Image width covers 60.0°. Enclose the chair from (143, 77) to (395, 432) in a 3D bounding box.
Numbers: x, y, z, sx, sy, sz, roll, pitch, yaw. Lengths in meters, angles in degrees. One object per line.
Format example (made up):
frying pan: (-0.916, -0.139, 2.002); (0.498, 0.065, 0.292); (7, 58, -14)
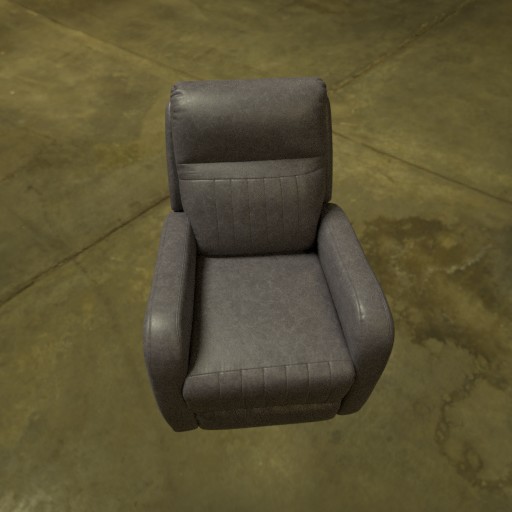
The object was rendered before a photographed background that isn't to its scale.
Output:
chair: (0.000, 0.000, 1.779); (0.865, 1.067, 1.067); (-3, 46, -3)
